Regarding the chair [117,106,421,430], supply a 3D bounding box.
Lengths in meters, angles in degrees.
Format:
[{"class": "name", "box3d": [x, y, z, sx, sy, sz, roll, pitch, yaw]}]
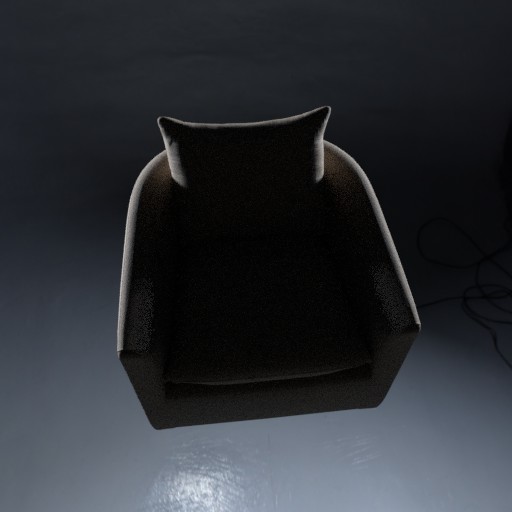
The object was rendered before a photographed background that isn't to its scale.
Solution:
[{"class": "chair", "box3d": [0.000, 0.000, 1.596, 0.845, 0.848, 0.910, -4, 47, -4]}]
